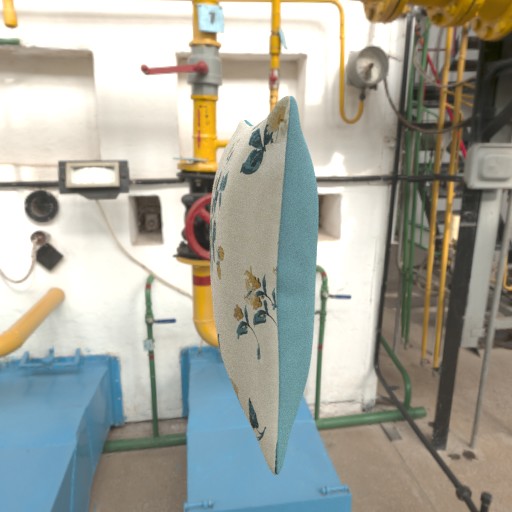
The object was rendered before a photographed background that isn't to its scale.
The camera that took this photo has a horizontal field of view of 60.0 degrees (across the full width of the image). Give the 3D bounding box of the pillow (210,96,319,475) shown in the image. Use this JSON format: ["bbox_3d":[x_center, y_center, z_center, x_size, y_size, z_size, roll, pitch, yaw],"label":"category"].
[{"bbox_3d":[0.000,0.000,0.813,0.166,0.507,0.526,-2,14,-7],"label":"pillow"}]
